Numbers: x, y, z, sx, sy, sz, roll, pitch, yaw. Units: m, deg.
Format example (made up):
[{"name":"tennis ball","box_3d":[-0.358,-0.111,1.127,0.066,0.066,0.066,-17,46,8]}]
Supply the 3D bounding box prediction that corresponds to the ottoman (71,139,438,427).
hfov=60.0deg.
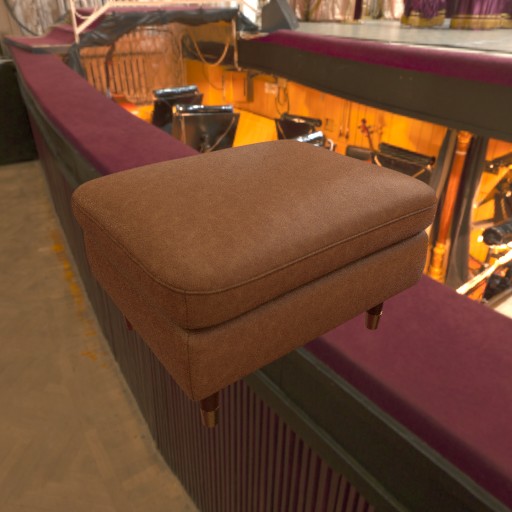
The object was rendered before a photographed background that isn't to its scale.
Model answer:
[{"name":"ottoman","box_3d":[0.000,0.000,1.164,0.747,0.478,0.593,-21,36,-32]}]
